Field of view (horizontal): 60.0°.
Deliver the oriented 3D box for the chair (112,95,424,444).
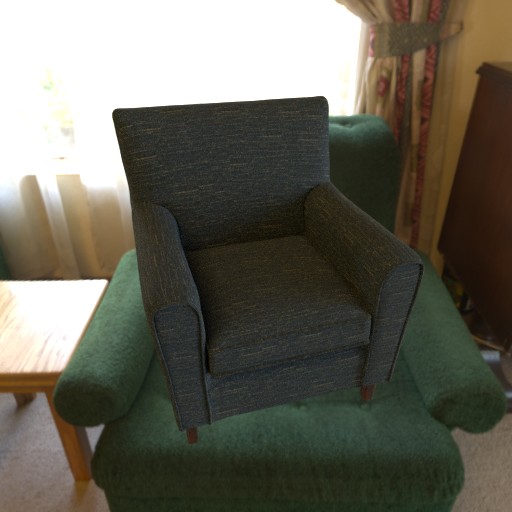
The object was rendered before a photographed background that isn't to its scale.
[{"bbox_3d":[0.000,0.000,1.625,0.864,0.928,0.873,-9,32,-14],"label":"chair"}]
